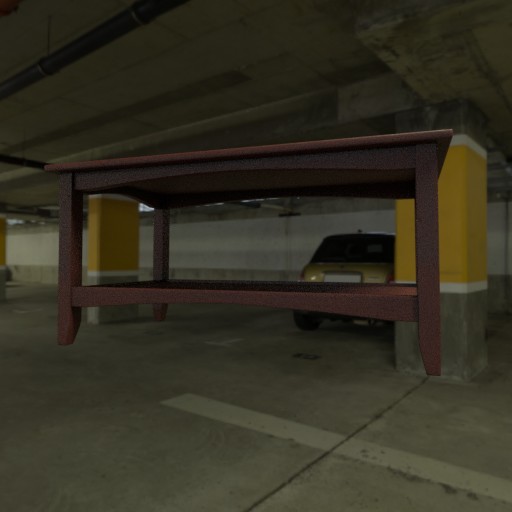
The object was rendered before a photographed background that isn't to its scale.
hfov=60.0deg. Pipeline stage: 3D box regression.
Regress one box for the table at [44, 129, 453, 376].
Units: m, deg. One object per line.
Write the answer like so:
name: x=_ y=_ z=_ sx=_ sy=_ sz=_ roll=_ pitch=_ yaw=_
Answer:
table: x=0.000 y=0.000 z=1.207 sx=0.943 sy=0.456 sz=0.533 roll=0 pitch=0 yaw=19
